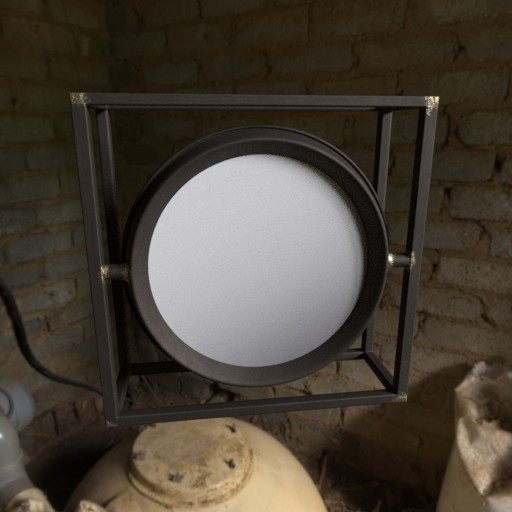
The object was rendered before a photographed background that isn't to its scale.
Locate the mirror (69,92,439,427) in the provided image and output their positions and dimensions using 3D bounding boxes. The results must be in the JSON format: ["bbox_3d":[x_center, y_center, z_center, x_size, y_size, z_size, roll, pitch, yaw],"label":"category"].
[{"bbox_3d":[0.000,0.000,0.452,0.306,0.303,0.107,-2,16,-8],"label":"mirror"}]
